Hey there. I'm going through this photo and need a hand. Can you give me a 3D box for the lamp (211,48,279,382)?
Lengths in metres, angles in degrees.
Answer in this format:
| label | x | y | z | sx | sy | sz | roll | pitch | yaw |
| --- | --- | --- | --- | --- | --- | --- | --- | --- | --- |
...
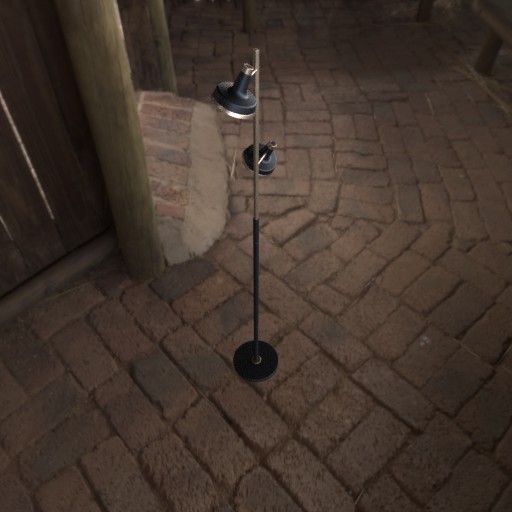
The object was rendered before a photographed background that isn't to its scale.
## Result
| label | x | y | z | sx | sy | sz | roll | pitch | yaw |
| --- | --- | --- | --- | --- | --- | --- | --- | --- | --- |
| lamp | 0.000 | 0.000 | 1.854 | 0.253 | 1.674 | 0.351 | 17 | 48 | 16 |
